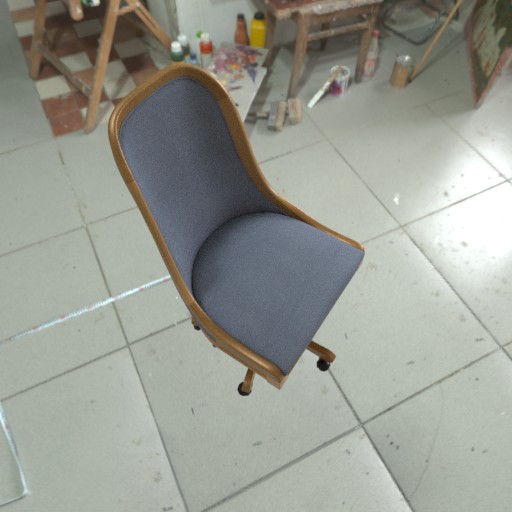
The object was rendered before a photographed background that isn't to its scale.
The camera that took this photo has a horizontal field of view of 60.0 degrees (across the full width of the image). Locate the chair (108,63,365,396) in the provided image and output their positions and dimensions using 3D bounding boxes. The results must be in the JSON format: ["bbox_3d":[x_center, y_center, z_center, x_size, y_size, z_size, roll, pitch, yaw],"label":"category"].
[{"bbox_3d":[0.000,0.000,1.481,0.735,1.031,0.605,30,62,18],"label":"chair"}]
